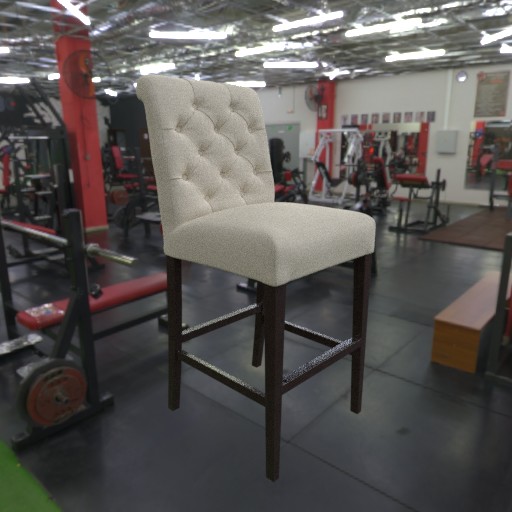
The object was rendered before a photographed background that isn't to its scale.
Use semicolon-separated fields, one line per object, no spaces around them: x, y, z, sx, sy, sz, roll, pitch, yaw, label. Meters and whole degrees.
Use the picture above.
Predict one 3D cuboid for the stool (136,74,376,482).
0.000;0.000;1.445;0.610;1.118;0.482;14;20;42;stool
